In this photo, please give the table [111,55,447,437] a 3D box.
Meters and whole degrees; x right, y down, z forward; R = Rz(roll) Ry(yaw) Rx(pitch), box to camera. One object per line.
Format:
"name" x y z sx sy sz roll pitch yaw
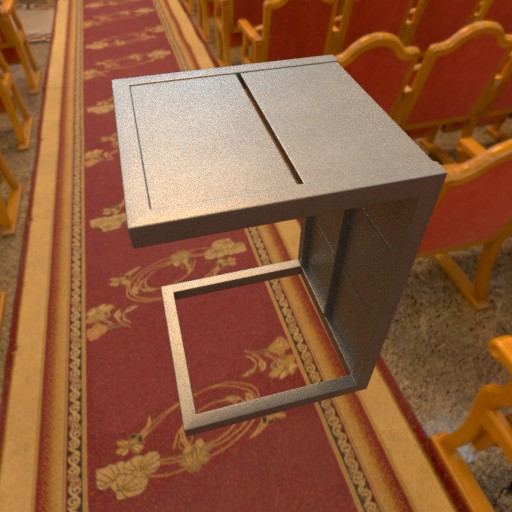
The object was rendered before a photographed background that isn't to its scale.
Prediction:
"table" 0.000 0.000 0.906 0.420 0.609 0.405 -11 47 -11
